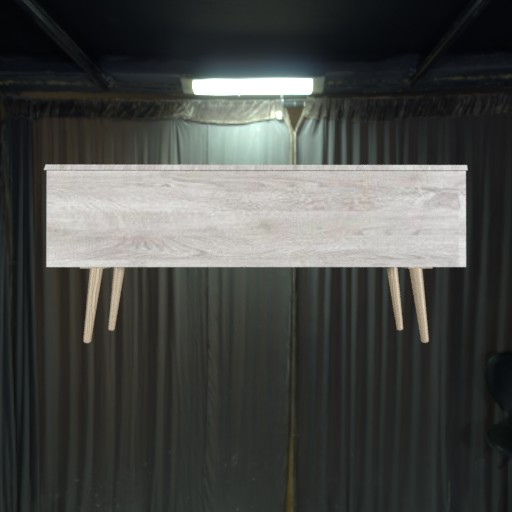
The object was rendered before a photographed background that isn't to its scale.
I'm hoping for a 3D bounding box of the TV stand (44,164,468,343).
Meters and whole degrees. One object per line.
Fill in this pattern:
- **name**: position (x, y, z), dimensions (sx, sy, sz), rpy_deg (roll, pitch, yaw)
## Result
- **TV stand**: position (0.000, 0.000, 1.569), dimensions (1.313, 0.565, 0.401), rpy_deg (0, 0, -1)
